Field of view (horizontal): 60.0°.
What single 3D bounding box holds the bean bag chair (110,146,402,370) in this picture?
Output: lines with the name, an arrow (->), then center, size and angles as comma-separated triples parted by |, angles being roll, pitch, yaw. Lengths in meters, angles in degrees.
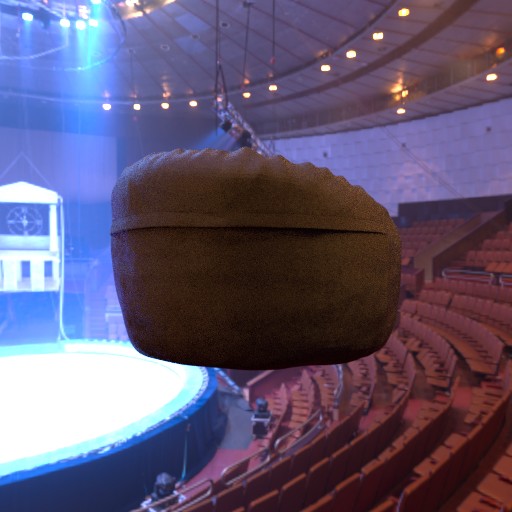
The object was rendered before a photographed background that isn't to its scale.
bean bag chair -> 0.000, 0.000, 2.036 | 1.245, 0.821, 1.245 | 0, -1, 0
